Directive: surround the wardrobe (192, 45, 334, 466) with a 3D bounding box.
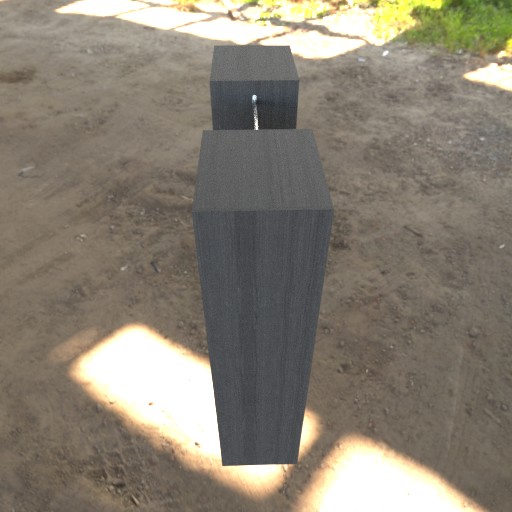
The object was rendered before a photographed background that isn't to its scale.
[{"bbox_3d":[0.000,0.000,2.819,0.480,2.000,1.770,-1,42,-1],"label":"wardrobe"}]
